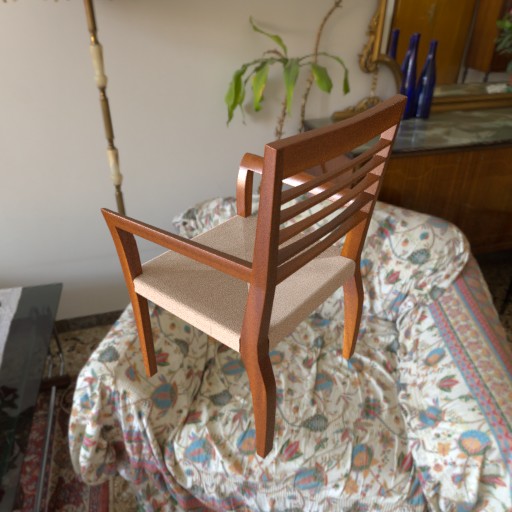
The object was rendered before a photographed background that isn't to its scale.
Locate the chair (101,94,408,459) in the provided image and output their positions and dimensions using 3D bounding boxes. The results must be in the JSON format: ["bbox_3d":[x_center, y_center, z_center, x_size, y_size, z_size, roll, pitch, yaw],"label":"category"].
[{"bbox_3d":[0.000,0.000,1.260,0.540,0.855,0.587,22,37,32],"label":"chair"}]
